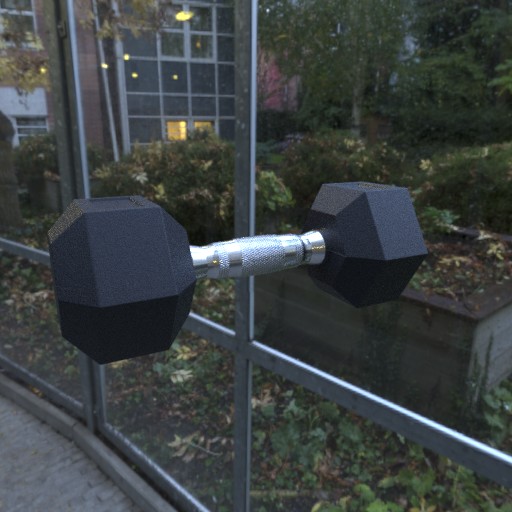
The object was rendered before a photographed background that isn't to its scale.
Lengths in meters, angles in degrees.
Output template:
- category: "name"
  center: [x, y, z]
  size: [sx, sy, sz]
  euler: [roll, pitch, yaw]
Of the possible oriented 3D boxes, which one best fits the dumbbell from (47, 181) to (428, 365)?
- category: "dumbbell"
  center: [0.000, 0.000, 0.325]
  size: [0.272, 0.092, 0.106]
  euler: [-8, 17, -26]
